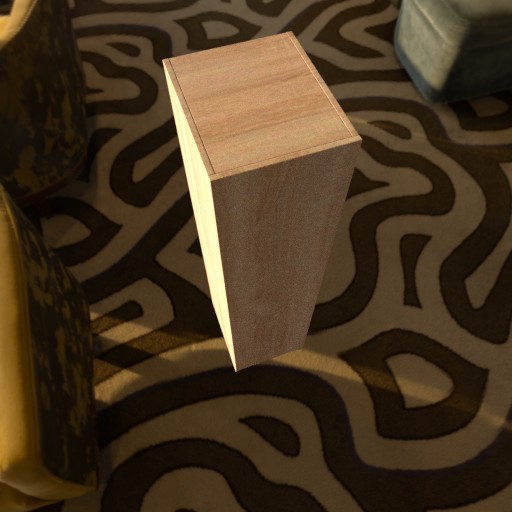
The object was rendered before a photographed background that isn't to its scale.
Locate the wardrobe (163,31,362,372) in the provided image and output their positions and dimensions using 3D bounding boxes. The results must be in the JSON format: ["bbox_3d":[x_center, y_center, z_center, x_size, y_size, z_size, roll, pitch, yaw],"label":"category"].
[{"bbox_3d":[0.000,0.000,2.393,0.496,2.117,0.588,-17,61,-10],"label":"wardrobe"}]
